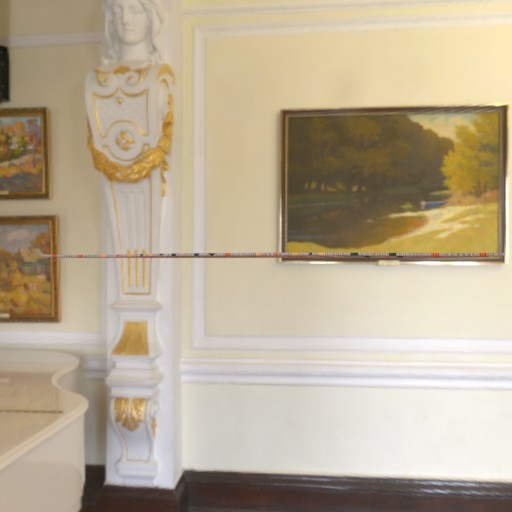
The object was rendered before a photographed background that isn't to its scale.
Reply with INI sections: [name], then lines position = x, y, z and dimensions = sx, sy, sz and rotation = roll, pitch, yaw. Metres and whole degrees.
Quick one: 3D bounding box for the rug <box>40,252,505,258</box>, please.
[rug]
position = 0.000, 0.000, 2.571
dimensions = 2.419, 0.022, 0.744
rotation = 0, -1, 18
